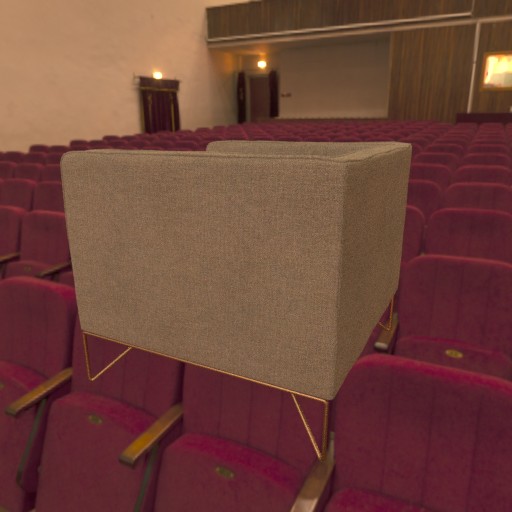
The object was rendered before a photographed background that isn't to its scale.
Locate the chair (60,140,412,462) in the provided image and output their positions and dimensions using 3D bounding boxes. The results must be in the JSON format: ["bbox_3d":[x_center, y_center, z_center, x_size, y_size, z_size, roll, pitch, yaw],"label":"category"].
[{"bbox_3d":[0.000,0.000,1.629,0.912,0.799,0.920,8,19,26],"label":"chair"}]
